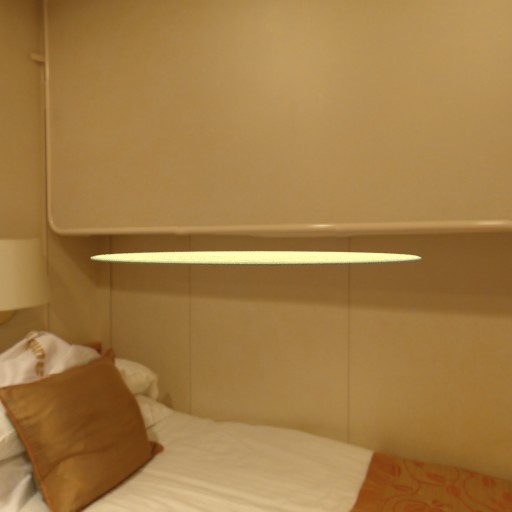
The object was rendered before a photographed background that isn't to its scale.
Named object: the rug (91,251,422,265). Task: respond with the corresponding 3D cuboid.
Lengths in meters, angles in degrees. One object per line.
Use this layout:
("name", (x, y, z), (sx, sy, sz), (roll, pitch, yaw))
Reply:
("rug", (0.000, 0.000, 2.276), (1.593, 0.012, 1.593), (0, 2, 0))
